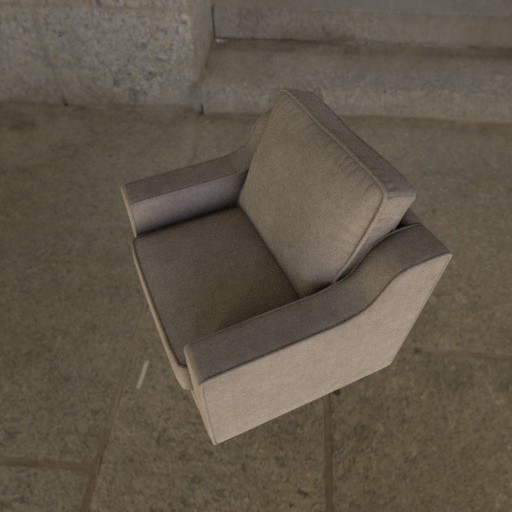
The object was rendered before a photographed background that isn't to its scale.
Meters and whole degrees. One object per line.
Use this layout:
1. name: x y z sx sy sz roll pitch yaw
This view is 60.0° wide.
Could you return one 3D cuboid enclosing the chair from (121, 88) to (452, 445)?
1. chair: 0.000 0.000 1.653 0.840 0.944 0.926 -19 51 -16
